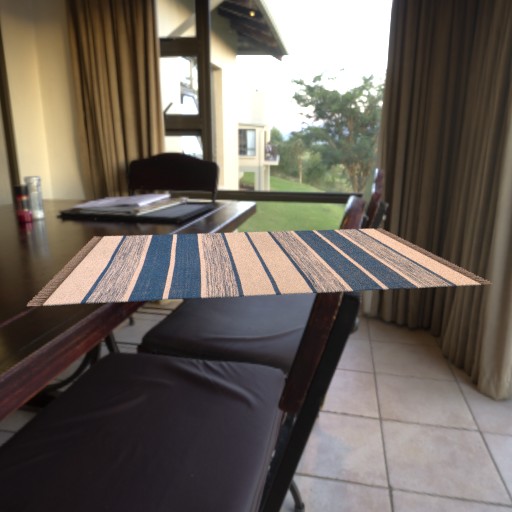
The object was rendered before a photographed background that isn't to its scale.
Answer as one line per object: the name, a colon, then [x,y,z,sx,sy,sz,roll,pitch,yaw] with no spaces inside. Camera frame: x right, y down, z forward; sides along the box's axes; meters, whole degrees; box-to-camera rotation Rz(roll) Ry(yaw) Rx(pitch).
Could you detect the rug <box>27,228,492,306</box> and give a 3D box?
rug: [0.000,0.000,3.015,2.441,0.010,1.532,-2,15,-7]
